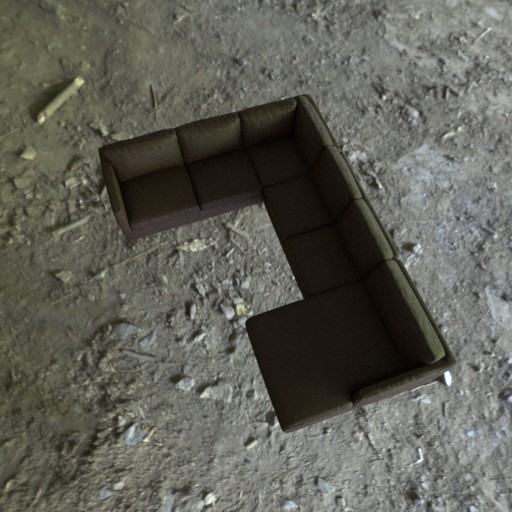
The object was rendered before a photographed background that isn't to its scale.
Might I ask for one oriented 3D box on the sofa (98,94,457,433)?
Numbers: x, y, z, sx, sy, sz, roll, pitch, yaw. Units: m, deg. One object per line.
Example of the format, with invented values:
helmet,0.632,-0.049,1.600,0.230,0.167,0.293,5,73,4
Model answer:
sofa,0.000,0.000,4.632,2.593,0.923,3.460,-17,65,-8
